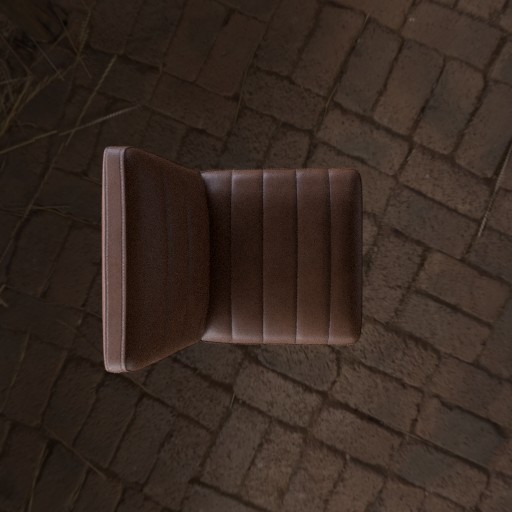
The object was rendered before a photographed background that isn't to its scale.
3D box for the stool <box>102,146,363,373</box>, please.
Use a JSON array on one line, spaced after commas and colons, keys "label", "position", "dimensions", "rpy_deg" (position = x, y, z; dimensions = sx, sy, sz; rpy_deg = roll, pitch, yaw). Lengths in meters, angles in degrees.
[{"label": "stool", "position": [0.000, 0.000, 1.322], "dimensions": [0.556, 1.040, 0.458], "rpy_deg": [0, 91, 2]}]
